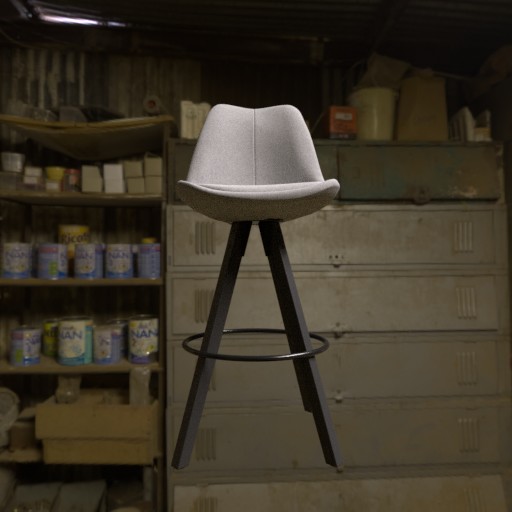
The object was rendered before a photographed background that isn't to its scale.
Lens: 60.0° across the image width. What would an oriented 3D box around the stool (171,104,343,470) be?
[{"bbox_3d":[0.000,0.000,1.405,0.485,1.115,0.550,0,0,-2],"label":"stool"}]
